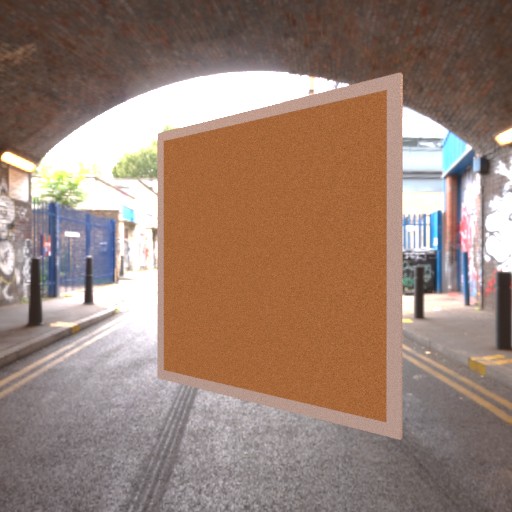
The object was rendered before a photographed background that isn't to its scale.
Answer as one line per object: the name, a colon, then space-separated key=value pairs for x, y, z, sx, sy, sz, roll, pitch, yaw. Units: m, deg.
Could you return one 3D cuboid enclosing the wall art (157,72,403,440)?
wall art: x=0.000 y=0.000 z=1.230 sx=0.812 sy=0.813 sz=0.013 roll=0 pitch=0 yaw=37
